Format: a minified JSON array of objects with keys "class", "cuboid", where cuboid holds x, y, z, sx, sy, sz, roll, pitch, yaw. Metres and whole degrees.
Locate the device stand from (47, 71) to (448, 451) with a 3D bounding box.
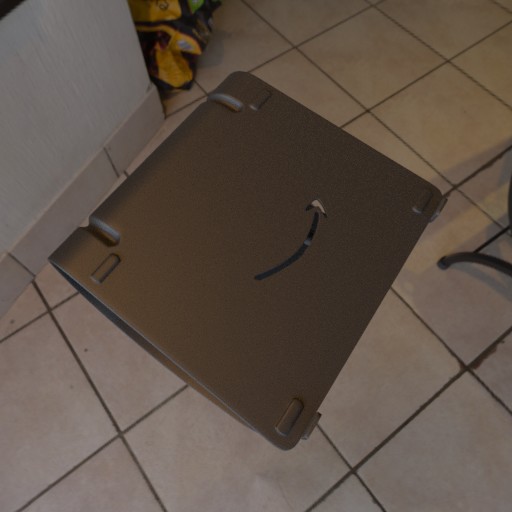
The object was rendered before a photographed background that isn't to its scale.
[{"class":"device stand","cuboid":[0.000,0.000,0.408,0.236,0.155,0.256,32,68,14]}]
